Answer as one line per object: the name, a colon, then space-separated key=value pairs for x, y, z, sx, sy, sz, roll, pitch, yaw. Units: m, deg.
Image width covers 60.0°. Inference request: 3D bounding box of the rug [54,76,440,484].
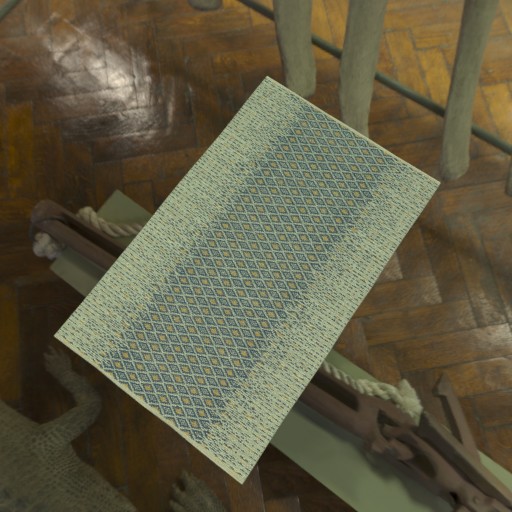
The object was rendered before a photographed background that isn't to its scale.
rug: x=0.000 y=0.000 z=3.070 sx=1.541 sy=0.008 sz=2.448 roll=35 pitch=78 yaw=8
